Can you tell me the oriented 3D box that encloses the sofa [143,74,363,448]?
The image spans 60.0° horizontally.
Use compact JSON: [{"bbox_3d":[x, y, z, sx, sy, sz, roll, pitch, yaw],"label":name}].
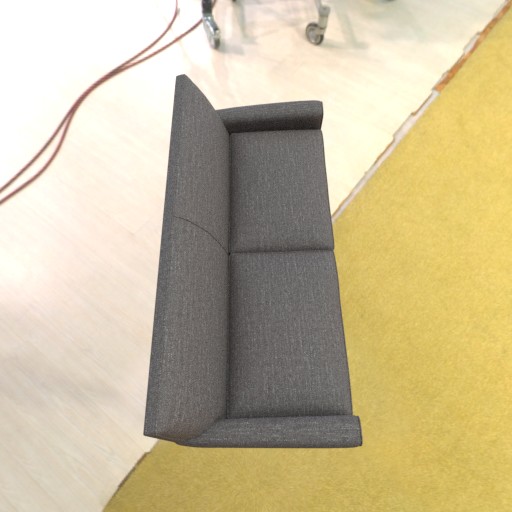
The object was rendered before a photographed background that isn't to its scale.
[{"bbox_3d":[0.000,0.000,2.442,0.875,0.846,1.976,-1,63,0],"label":"sofa"}]
